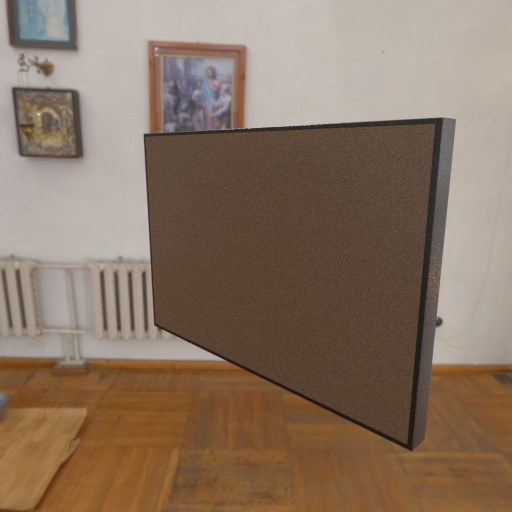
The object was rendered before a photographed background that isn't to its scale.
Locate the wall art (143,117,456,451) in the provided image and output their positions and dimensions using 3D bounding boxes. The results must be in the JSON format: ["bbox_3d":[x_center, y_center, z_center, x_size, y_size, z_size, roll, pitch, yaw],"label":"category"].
[{"bbox_3d":[0.000,0.000,1.156,0.939,0.640,0.058,13,18,43],"label":"wall art"}]
